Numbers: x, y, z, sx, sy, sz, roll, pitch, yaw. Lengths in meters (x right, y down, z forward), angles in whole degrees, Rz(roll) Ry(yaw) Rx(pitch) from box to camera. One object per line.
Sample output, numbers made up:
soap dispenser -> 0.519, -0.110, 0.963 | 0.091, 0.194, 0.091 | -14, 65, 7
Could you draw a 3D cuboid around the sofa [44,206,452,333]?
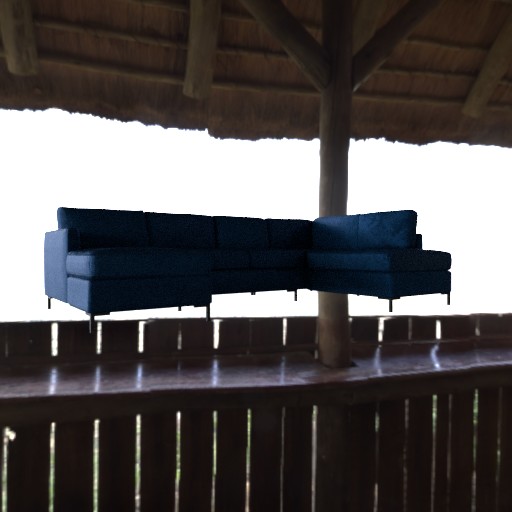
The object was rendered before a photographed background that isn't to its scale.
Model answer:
sofa -> 0.000, 0.000, 4.284 | 3.434, 0.992, 2.055 | 0, 1, -36
